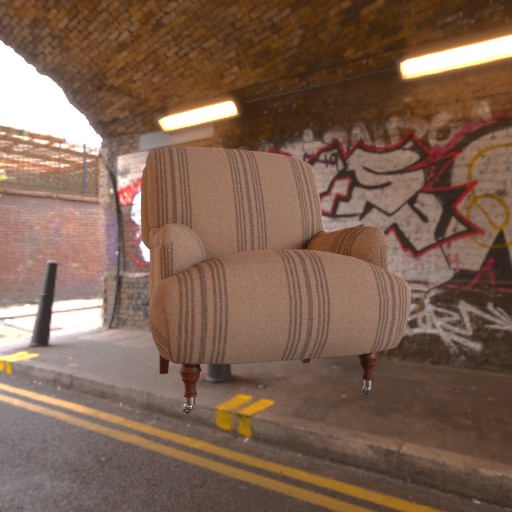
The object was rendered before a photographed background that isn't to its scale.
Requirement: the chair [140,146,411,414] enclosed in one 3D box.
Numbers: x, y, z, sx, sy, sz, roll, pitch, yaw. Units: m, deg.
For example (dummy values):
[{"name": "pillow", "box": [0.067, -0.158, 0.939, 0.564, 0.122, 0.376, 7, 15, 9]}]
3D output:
[{"name": "chair", "box": [0.000, 0.000, 1.636, 0.813, 0.940, 0.914, 0, -1, -18]}]
